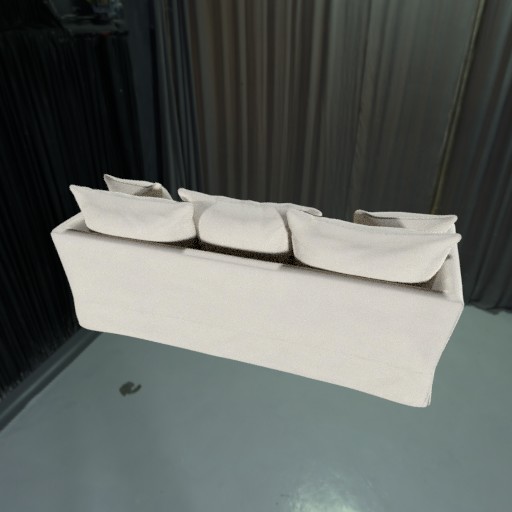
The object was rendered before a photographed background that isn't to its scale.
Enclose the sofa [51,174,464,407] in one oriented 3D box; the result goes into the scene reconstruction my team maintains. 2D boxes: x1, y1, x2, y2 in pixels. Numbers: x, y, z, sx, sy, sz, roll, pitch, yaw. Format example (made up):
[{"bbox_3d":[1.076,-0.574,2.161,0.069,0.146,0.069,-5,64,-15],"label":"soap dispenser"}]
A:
[{"bbox_3d":[0.000,0.000,3.026,2.499,1.047,1.046,9,31,16],"label":"sofa"}]
